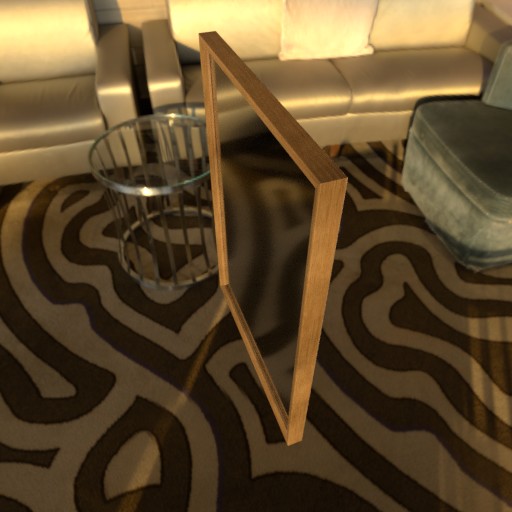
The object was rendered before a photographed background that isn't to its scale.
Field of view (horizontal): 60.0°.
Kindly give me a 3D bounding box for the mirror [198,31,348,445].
[{"bbox_3d":[0.000,0.000,0.911,0.039,0.711,0.508,-15,47,-14],"label":"mirror"}]
